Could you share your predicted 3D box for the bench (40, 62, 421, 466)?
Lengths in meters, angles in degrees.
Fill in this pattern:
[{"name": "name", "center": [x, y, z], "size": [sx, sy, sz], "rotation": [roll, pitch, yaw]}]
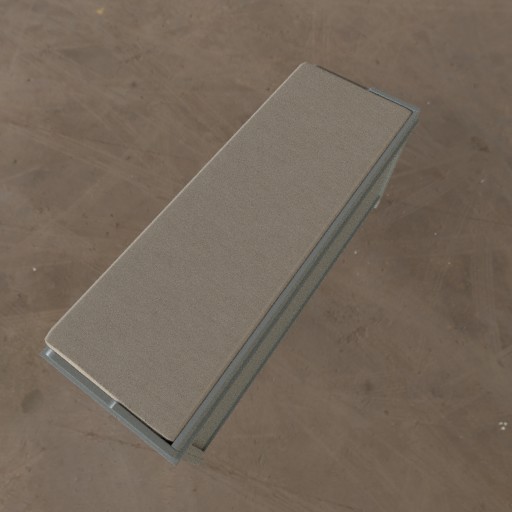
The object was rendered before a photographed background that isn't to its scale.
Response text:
[{"name": "bench", "center": [0.000, 0.000, 1.343], "size": [0.398, 0.501, 1.140], "rotation": [32, 67, 15]}]
